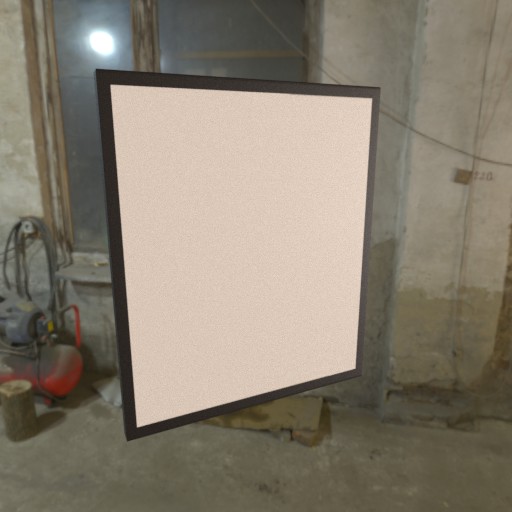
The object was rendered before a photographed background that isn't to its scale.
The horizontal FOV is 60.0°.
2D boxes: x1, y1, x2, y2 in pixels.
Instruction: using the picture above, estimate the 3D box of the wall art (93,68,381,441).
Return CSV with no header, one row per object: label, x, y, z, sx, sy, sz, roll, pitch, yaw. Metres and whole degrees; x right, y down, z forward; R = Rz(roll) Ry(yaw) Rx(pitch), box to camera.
wall art,0.000,0.000,0.685,0.430,0.509,0.021,-7,16,-25
